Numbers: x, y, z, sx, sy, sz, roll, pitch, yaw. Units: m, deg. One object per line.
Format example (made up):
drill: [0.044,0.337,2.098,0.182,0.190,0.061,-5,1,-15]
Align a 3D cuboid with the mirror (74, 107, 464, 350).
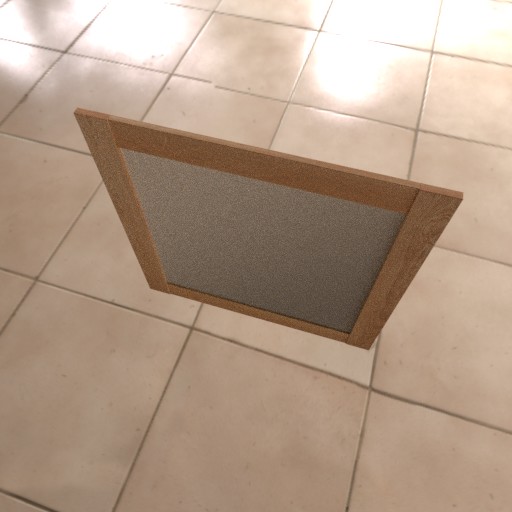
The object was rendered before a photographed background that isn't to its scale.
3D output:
mirror: [0.000,0.000,1.218,0.800,0.800,0.020,15,59,9]
